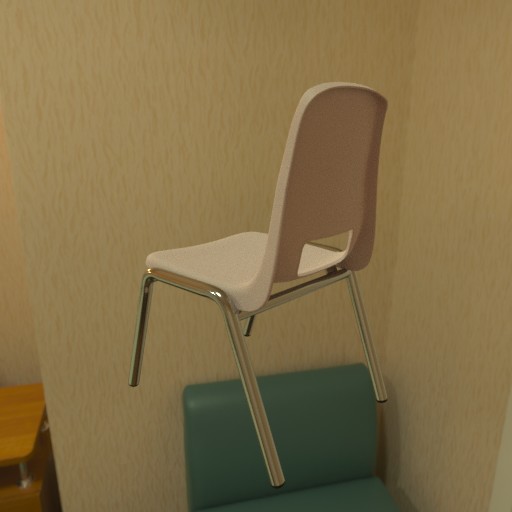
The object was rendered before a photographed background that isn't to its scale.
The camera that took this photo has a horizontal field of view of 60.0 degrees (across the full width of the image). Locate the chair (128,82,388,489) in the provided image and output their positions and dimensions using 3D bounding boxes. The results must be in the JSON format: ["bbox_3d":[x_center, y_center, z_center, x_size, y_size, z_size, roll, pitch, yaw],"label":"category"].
[{"bbox_3d":[0.000,0.000,0.835,0.354,0.586,0.423,-15,22,-43],"label":"chair"}]
